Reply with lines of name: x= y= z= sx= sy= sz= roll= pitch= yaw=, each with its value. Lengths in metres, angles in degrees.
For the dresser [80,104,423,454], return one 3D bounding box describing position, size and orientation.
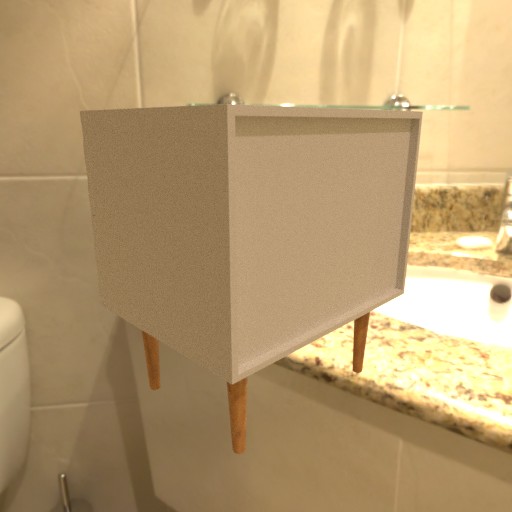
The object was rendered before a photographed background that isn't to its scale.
dresser: x=0.000 y=0.000 z=0.914 sx=0.503 sy=0.568 sz=0.414 roll=-16 pitch=23 yaw=-42
